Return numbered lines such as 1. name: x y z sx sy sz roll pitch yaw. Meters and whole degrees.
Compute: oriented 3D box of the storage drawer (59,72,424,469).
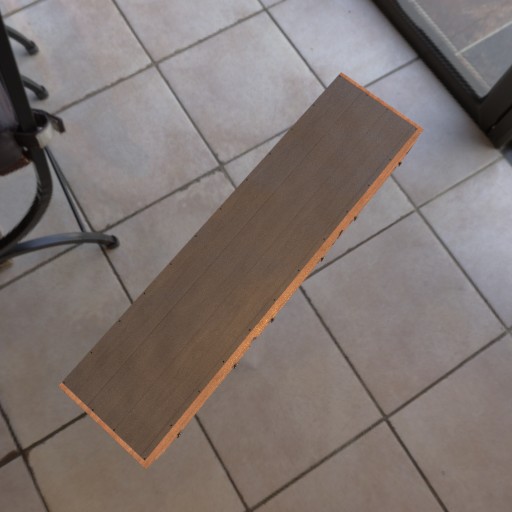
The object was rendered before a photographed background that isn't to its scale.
1. storage drawer: 0.000 0.000 2.192 0.538 0.264 2.032 39 79 9
